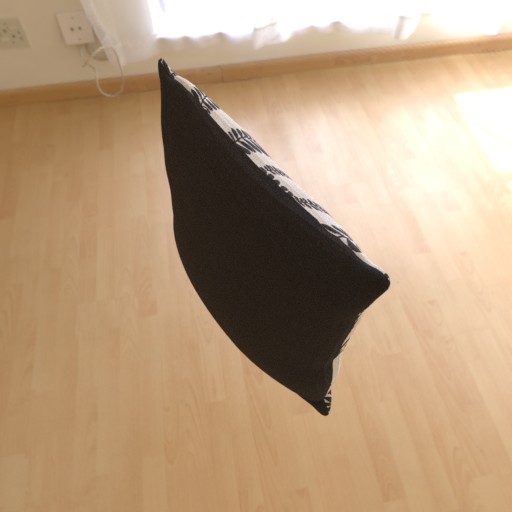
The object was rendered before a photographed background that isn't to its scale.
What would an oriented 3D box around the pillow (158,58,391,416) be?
[{"bbox_3d":[0.000,0.000,0.672,0.182,0.441,0.440,-31,62,-18],"label":"pillow"}]
